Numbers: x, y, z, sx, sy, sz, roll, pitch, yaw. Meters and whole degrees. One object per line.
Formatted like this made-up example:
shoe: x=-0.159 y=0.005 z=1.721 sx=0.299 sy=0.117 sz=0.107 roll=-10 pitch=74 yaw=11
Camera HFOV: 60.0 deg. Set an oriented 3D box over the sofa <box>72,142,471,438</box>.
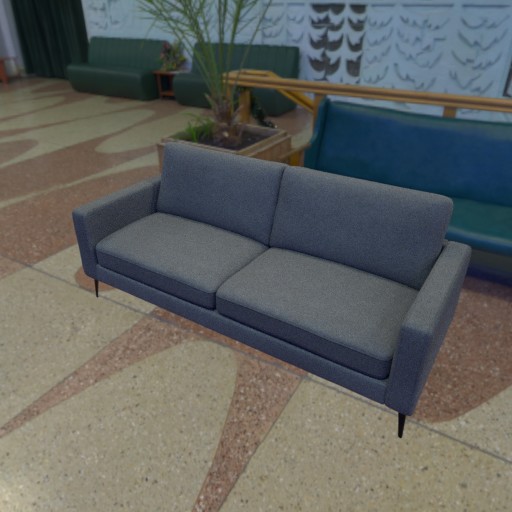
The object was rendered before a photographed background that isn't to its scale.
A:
sofa: x=0.000 y=0.000 z=2.320 sx=1.925 sy=0.828 sz=0.774 roll=18 pitch=34 yaw=28
